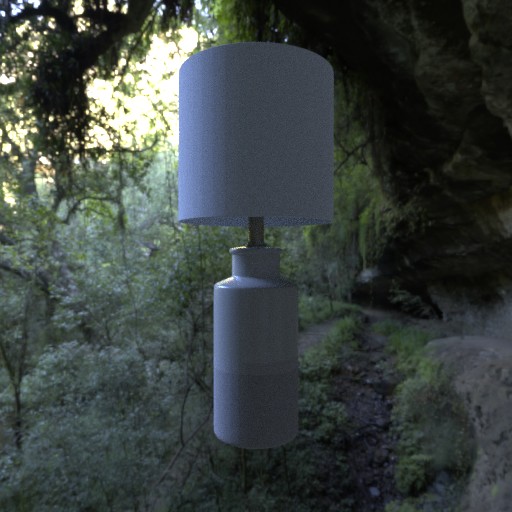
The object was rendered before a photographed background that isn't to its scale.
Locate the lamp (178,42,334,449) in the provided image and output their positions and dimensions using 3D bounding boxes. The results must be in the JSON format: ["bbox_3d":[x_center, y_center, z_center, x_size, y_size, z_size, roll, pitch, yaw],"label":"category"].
[{"bbox_3d":[0.000,0.000,0.616,0.212,0.493,0.212,0,1,-34],"label":"lamp"}]
